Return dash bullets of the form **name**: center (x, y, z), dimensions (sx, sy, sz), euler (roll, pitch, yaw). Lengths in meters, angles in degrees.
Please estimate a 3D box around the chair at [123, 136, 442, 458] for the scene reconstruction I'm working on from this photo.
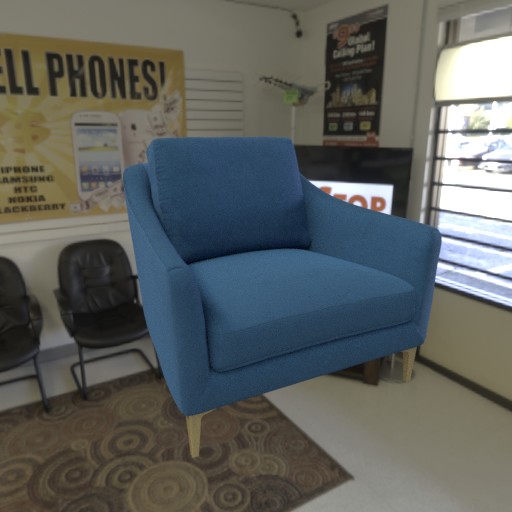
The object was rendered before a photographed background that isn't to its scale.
- **chair**: center (0.000, 0.000, 1.740), dimensions (0.987, 0.899, 0.961), euler (-8, 18, -27)
